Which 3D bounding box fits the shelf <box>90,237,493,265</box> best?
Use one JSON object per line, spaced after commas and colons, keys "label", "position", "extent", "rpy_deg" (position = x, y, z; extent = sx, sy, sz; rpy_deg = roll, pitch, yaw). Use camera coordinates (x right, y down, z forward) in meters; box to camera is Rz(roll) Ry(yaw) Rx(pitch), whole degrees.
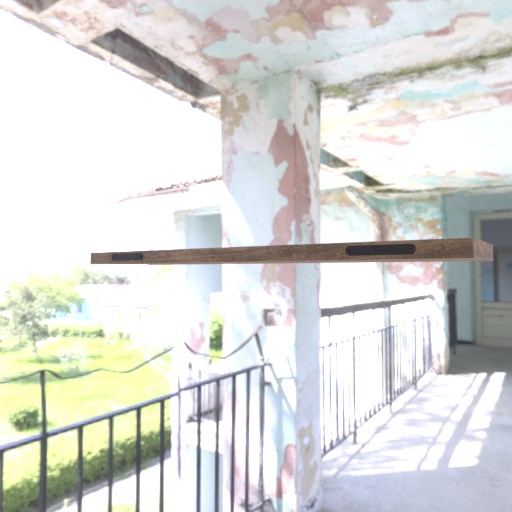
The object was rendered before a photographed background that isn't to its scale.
{"label": "shelf", "position": [0.000, 0.000, 0.659], "extent": [0.610, 0.020, 0.140], "rpy_deg": [-1, -2, 35]}
